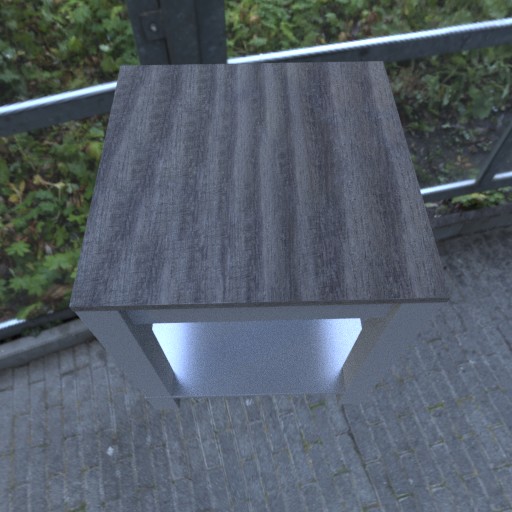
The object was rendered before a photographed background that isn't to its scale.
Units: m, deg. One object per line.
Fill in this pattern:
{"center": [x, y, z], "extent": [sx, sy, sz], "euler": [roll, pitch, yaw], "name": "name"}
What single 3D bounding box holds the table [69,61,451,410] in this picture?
{"center": [0.000, 0.000, 0.967], "extent": [0.504, 0.587, 0.506], "euler": [-1, 58, -1], "name": "table"}
